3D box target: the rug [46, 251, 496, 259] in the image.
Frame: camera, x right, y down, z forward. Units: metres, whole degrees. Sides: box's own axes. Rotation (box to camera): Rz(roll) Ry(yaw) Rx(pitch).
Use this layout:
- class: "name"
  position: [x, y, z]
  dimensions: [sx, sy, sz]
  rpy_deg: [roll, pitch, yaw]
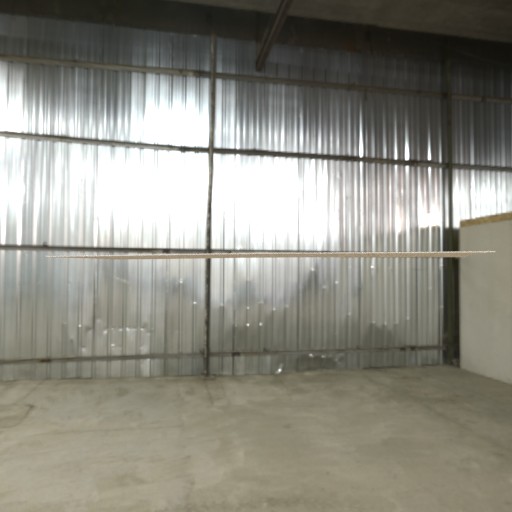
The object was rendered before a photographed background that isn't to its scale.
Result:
- class: "rug"
  position: [0.000, 0.000, 2.562]
  dimensions: [2.346, 0.013, 0.712]
  rpy_deg: [-1, -2, 17]
